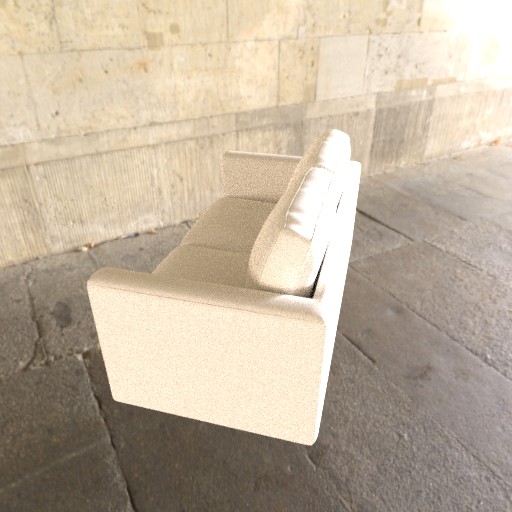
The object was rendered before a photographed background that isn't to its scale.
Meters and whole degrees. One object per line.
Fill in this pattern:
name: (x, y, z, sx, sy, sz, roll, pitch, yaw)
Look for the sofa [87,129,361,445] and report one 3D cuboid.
sofa: (0.000, 0.000, 2.013, 0.796, 0.908, 1.430, 8, 31, 13)
